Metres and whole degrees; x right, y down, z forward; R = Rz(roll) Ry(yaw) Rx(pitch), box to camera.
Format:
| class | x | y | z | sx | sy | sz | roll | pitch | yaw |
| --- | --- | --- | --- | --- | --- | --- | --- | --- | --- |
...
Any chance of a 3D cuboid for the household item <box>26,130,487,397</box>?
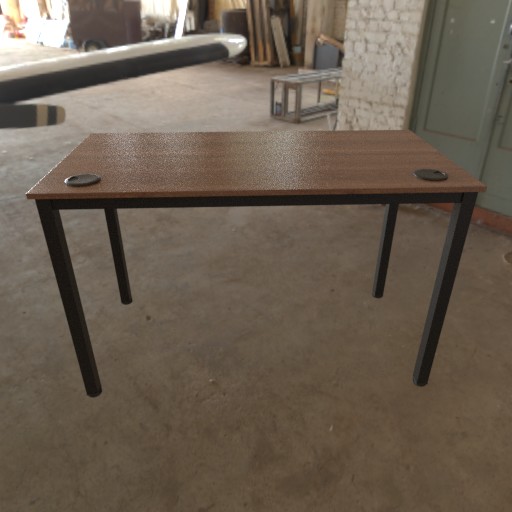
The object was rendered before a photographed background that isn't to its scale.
| class | x | y | z | sx | sy | sz | roll | pitch | yaw |
| --- | --- | --- | --- | --- | --- | --- | --- | --- | --- |
| household item | 0.000 | 0.000 | 1.595 | 1.200 | 0.750 | 0.600 | -1 | 30 | -2 |
